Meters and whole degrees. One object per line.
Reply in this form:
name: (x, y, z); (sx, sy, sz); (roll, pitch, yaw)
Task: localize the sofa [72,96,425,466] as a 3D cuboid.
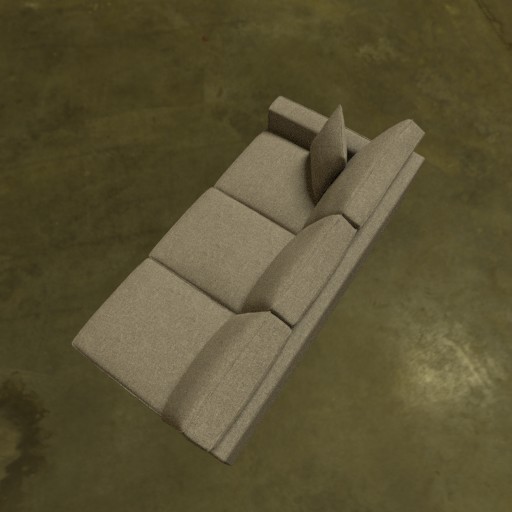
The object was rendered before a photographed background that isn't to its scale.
sofa: (0.000, 0.000, 2.521); (1.034, 0.946, 1.963); (32, 67, 15)
